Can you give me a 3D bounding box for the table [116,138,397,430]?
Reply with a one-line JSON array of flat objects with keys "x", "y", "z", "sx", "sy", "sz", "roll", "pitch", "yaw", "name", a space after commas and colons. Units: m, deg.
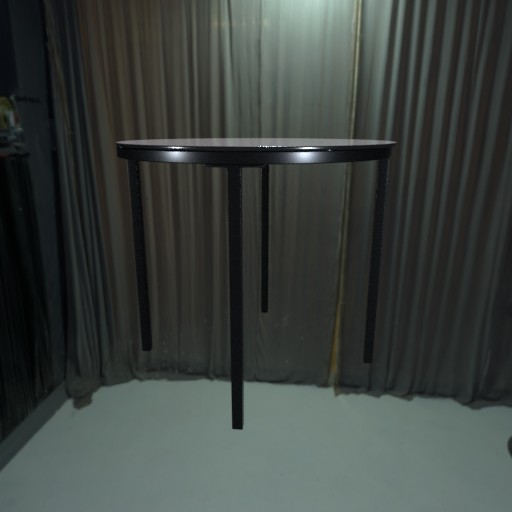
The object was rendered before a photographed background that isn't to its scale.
[{"x": 0.000, "y": 0.000, "z": 0.883, "sx": 0.499, "sy": 0.443, "sz": 0.499, "roll": 0, "pitch": 16, "yaw": 0, "name": "table"}]
